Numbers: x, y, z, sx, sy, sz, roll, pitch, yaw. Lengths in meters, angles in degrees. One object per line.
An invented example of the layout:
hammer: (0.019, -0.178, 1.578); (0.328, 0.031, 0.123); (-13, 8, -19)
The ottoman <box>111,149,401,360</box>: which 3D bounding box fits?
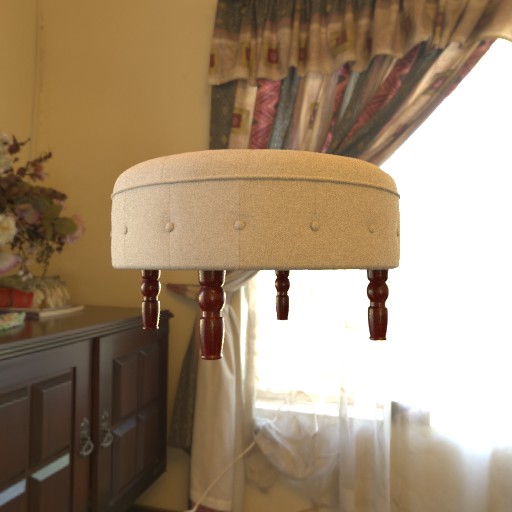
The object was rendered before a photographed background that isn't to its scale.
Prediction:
ottoman: (0.000, 0.000, 1.362); (0.849, 0.478, 0.849); (0, -1, 0)
